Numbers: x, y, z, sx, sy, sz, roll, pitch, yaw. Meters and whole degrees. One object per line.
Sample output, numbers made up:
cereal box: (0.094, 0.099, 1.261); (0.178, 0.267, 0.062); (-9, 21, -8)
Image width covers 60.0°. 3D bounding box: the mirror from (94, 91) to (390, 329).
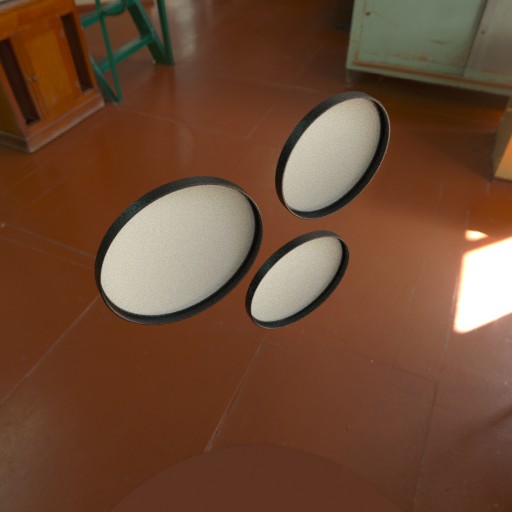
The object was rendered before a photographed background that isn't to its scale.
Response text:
mirror: (0.000, 0.000, 3.195); (2.160, 2.096, 0.076); (-23, 50, -22)
